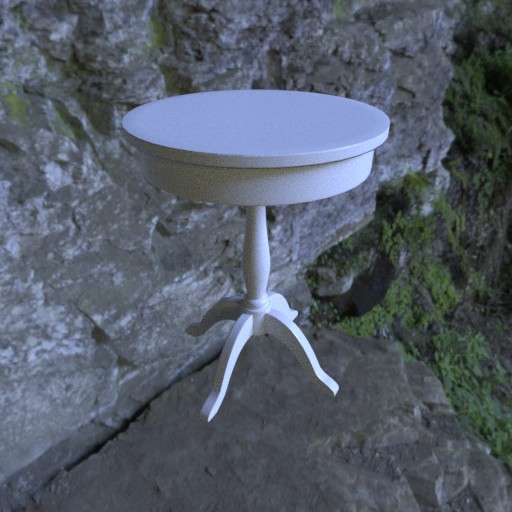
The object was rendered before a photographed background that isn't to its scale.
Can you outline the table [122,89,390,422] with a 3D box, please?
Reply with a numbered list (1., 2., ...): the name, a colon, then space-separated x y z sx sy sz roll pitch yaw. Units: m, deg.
1. table: 0.000 0.000 1.041 0.513 0.653 0.513 0 31 0
